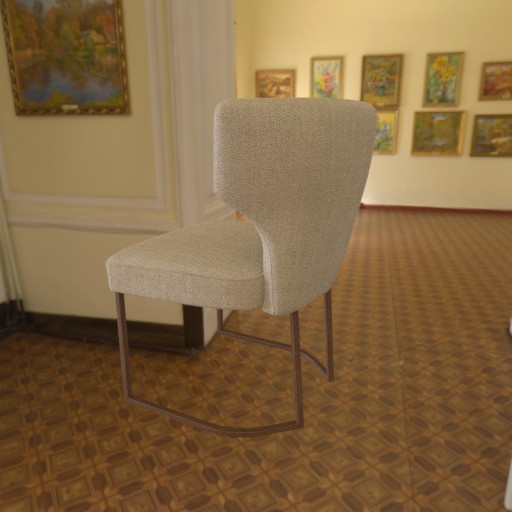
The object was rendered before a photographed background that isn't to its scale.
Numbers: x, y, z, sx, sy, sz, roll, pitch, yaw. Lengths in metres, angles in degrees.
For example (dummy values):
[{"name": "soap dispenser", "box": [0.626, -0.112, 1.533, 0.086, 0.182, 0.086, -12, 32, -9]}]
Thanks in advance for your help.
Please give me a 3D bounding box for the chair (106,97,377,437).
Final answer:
[{"name": "chair", "box": [0.000, 0.000, 1.256, 0.617, 0.824, 0.611, 8, 18, 26]}]
